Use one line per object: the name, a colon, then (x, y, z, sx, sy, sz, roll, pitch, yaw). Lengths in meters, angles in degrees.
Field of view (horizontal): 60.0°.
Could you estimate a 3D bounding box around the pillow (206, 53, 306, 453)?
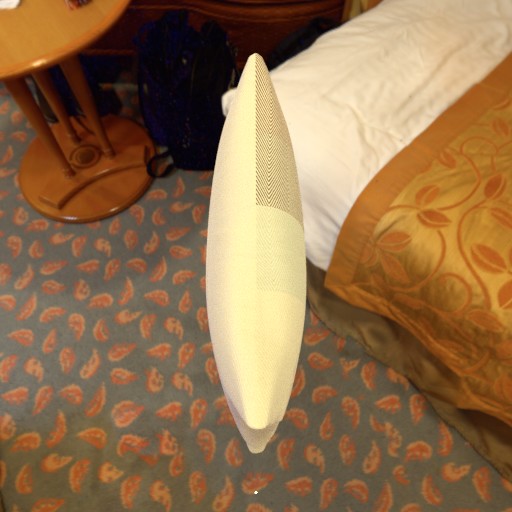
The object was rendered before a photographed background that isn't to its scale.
pillow: (0.000, 0.000, 0.644, 0.139, 0.305, 0.506, 0, 62, 0)
